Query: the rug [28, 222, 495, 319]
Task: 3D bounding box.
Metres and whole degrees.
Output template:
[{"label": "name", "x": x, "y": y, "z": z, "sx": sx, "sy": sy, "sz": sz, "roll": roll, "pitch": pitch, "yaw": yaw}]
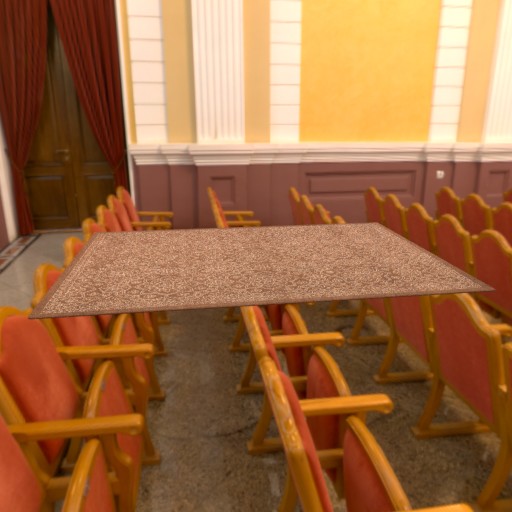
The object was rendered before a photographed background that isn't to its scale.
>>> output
[{"label": "rug", "x": 0.000, "y": 0.000, "z": 2.847, "sx": 2.286, "sy": 0.011, "sz": 1.524, "roll": -3, "pitch": 18, "yaw": -8}]
